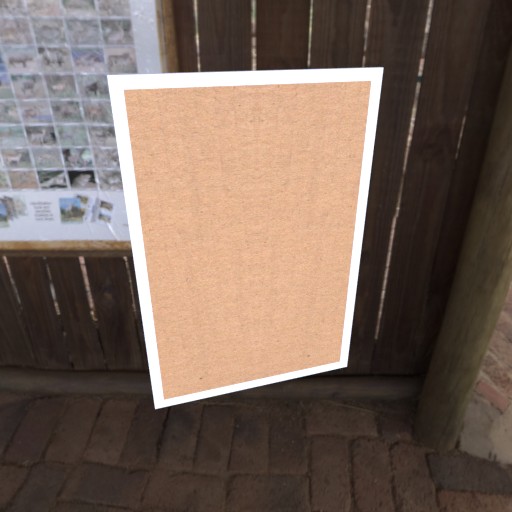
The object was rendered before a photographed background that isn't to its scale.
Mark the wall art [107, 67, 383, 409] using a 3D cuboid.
[{"bbox_3d":[0.000,0.000,1.248,0.660,0.965,0.015,-8,29,-15],"label":"wall art"}]
